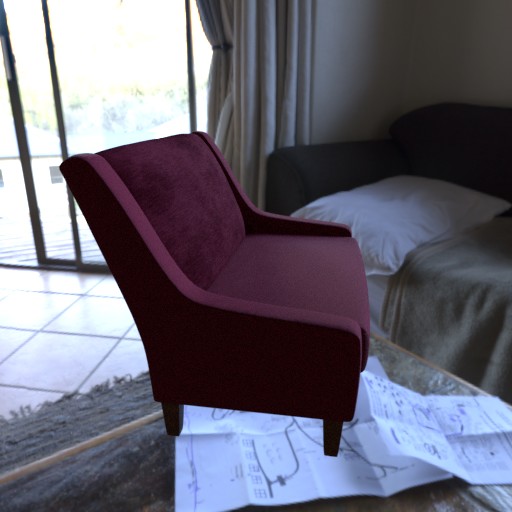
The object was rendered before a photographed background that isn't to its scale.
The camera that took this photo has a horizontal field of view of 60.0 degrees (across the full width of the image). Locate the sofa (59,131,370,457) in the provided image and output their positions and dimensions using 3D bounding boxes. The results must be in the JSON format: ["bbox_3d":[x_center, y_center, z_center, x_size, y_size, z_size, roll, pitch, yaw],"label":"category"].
[{"bbox_3d":[0.000,0.000,1.914,0.946,0.976,1.242,3,19,10],"label":"sofa"}]
